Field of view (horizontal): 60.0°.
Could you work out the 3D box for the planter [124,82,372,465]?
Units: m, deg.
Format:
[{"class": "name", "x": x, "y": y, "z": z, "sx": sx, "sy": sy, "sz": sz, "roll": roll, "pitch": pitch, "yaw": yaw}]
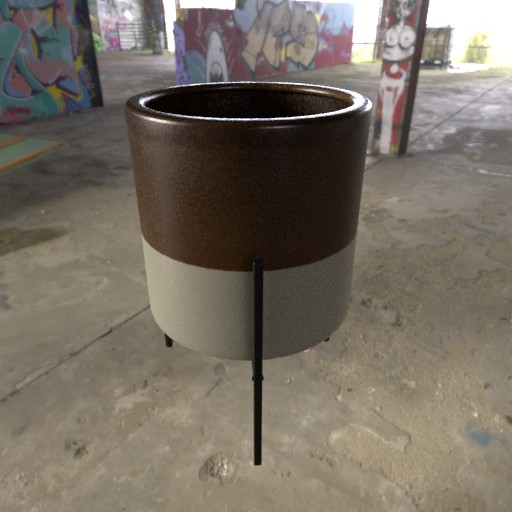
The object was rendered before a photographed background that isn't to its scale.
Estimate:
[{"class": "planter", "x": 0.000, "y": 0.000, "z": 0.546, "sx": 0.269, "sy": 0.375, "sz": 0.255, "roll": -18, "pitch": 33, "yaw": -30}]
